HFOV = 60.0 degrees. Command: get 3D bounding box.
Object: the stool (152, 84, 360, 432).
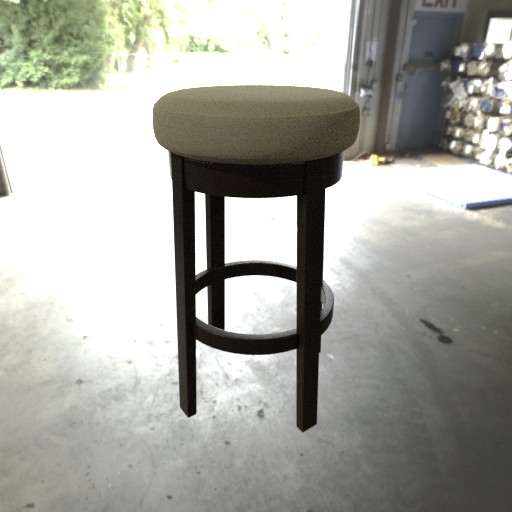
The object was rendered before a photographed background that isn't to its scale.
[{"bbox_3d":[0.000,0.000,1.070,0.446,0.758,0.446,0,25,0],"label":"stool"}]
